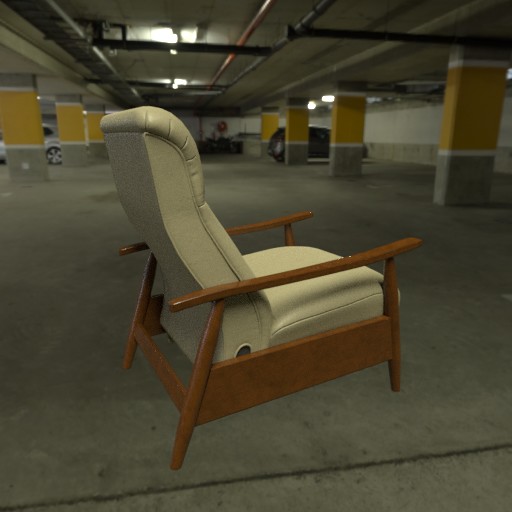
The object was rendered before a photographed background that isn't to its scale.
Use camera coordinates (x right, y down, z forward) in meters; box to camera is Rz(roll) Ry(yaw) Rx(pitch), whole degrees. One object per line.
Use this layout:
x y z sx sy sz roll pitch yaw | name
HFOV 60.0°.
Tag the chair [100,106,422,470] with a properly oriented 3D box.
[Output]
0.000 0.000 1.764 1.014 1.082 0.762 -8 17 -27 | chair
